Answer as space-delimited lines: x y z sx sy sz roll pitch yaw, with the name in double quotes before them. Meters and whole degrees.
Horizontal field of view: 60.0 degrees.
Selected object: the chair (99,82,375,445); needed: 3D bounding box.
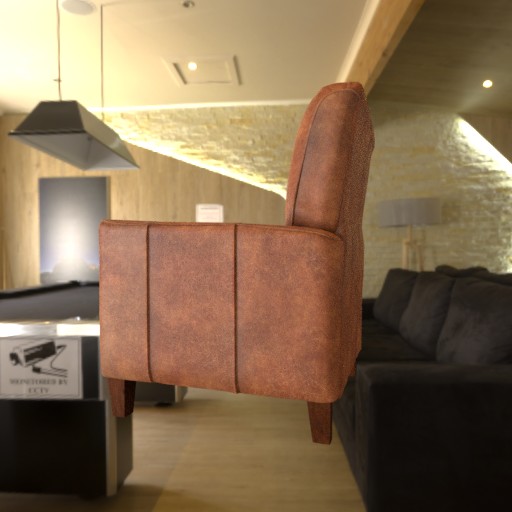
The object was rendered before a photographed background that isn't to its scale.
"chair" 0.000 0.000 1.673 0.836 1.043 0.843 0 1 18
